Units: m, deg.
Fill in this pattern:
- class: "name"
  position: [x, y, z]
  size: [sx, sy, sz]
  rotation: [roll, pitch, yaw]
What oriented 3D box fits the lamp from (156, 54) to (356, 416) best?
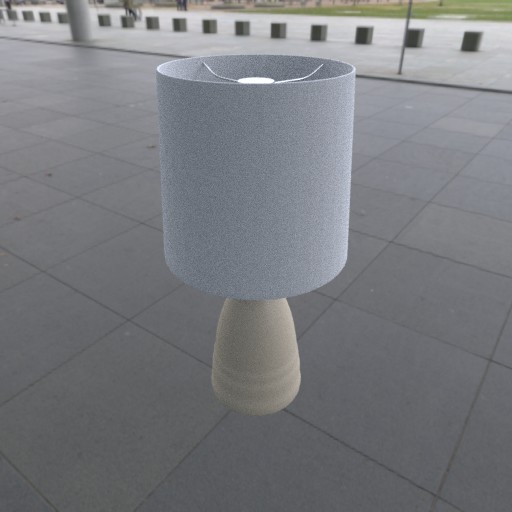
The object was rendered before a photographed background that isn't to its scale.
- class: "lamp"
  position: [0.000, 0.000, 0.465]
  size: [0.186, 0.369, 0.186]
  rotation: [0, 31, 0]
